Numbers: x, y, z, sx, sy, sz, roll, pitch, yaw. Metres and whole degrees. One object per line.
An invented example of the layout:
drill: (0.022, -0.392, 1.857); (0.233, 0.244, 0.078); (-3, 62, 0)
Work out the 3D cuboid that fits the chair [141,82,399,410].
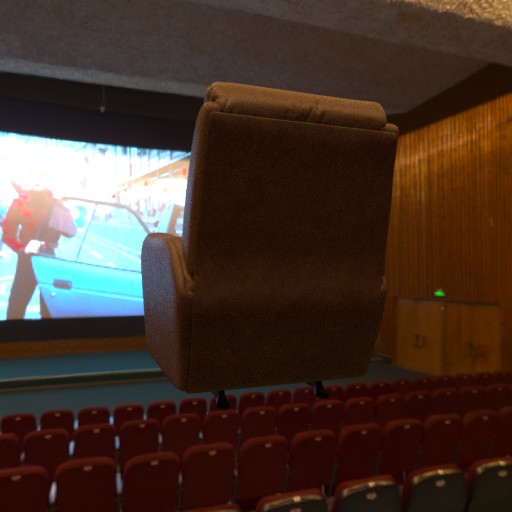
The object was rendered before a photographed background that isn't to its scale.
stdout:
chair: (0.000, 0.000, 1.855); (0.865, 1.067, 1.067); (0, -1, -20)
